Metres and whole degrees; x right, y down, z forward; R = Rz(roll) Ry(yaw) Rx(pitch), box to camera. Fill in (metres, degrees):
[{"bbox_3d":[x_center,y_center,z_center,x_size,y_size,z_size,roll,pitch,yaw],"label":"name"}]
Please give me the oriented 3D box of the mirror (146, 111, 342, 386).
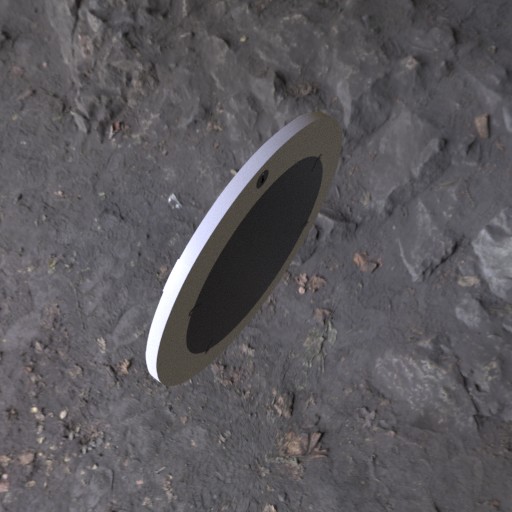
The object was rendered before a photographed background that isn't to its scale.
[{"bbox_3d":[0.000,0.000,1.358,0.038,0.914,0.914,33,68,15],"label":"mirror"}]
